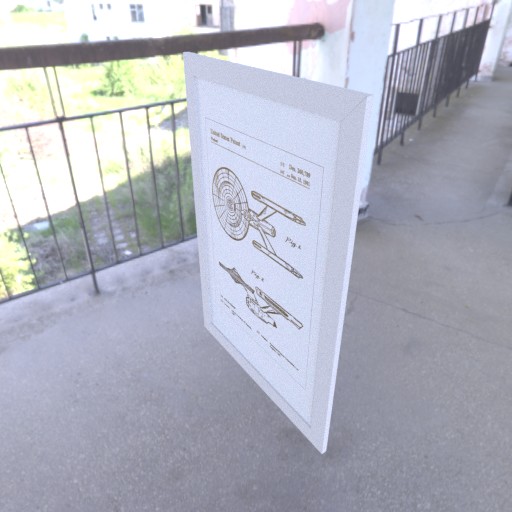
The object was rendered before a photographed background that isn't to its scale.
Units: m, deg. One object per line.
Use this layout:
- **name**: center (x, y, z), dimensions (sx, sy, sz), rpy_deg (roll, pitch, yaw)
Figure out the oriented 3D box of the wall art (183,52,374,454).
- **wall art**: center (0.000, 0.000, 0.836), dimensions (0.011, 0.659, 0.454), rpy_deg (-20, 37, -29)
